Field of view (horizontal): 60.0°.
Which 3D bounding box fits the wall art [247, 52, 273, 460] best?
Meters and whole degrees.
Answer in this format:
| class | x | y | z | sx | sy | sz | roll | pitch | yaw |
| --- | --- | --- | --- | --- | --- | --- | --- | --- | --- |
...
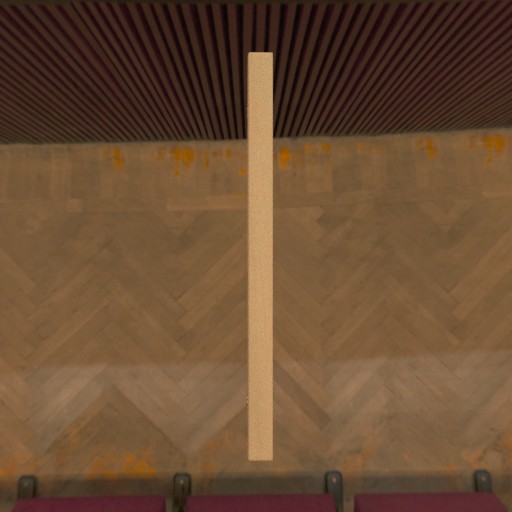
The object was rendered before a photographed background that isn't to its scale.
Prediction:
| class | x | y | z | sx | sy | sz | roll | pitch | yaw |
| --- | --- | --- | --- | --- | --- | --- | --- | --- | --- |
| wall art | 0.000 | 0.000 | 1.010 | 0.041 | 0.710 | 0.608 | 0 | 90 | -1 |
